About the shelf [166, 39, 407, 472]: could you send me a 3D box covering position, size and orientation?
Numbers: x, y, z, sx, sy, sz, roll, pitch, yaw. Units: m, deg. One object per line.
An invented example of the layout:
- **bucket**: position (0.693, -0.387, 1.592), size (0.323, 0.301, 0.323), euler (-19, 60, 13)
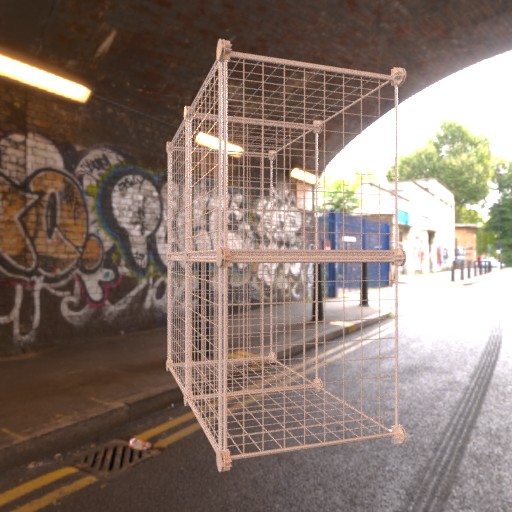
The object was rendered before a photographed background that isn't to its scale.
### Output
- **shelf**: position (0.000, 0.000, 1.108), size (0.356, 0.711, 0.711), euler (0, 0, -18)
